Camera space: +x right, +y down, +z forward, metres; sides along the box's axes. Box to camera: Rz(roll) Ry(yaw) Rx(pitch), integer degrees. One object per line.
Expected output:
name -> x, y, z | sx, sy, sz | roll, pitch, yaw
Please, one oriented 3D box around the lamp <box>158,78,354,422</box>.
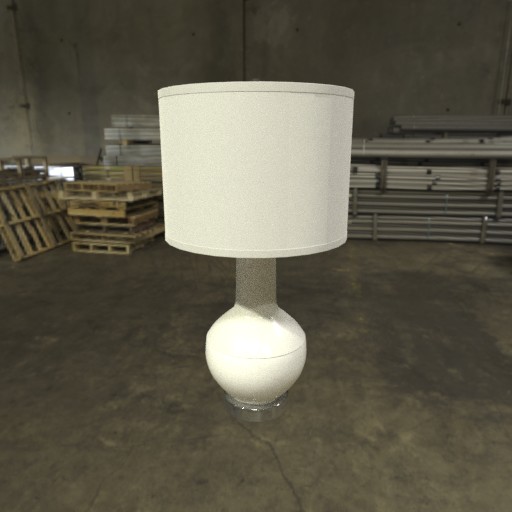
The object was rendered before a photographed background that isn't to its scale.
lamp -> 0.000, 0.000, 0.898 | 0.357, 0.673, 0.357 | 2, 15, 9
